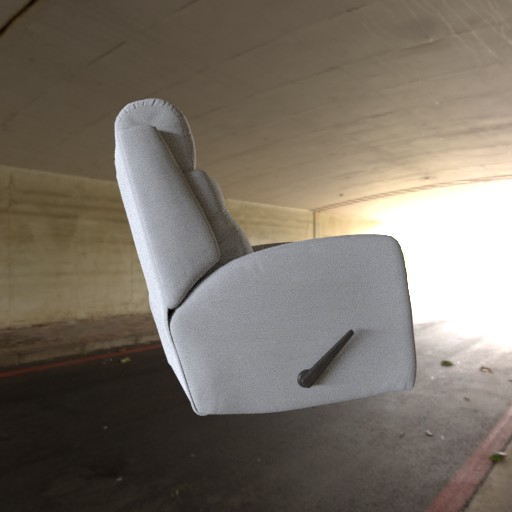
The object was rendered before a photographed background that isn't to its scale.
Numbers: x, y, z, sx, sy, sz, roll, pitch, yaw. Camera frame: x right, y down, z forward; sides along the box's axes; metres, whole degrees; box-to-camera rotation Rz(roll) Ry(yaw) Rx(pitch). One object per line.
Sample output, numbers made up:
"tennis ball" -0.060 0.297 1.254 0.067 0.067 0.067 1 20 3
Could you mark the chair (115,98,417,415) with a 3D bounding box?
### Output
"chair" 0.000 0.000 1.714 1.043 1.013 0.798 0 -1 -18
